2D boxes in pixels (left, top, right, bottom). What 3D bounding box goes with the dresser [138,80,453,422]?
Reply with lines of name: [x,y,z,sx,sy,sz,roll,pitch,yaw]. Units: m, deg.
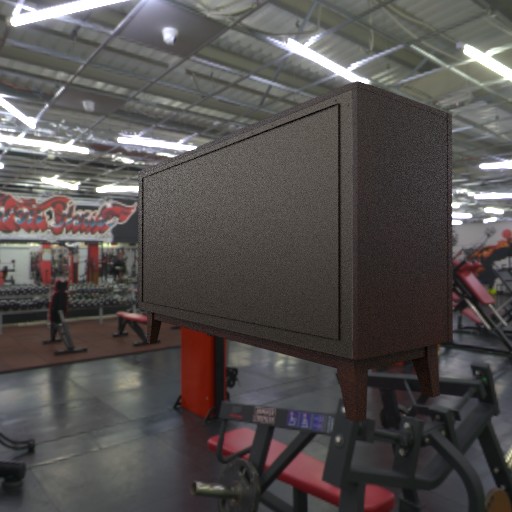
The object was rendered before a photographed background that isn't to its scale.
dresser: [0.000,0.000,2.026,0.499,0.971,1.609,0,-1,-36]
